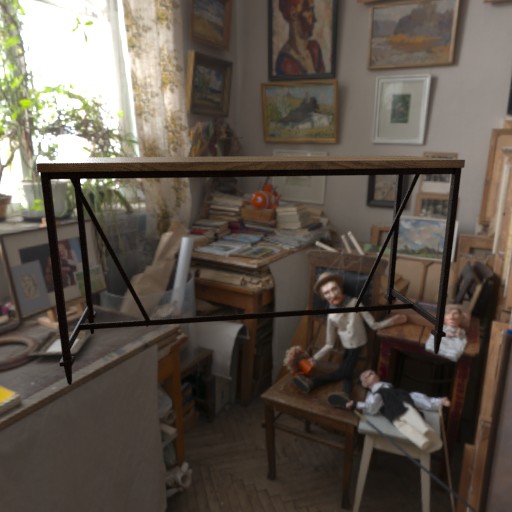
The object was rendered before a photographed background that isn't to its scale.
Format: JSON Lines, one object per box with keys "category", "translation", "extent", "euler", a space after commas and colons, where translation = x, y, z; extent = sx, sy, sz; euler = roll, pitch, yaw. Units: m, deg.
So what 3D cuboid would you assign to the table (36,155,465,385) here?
{"category": "table", "translation": [0.000, 0.000, 2.100], "extent": [1.700, 0.902, 0.551], "euler": [-2, 15, -9]}
